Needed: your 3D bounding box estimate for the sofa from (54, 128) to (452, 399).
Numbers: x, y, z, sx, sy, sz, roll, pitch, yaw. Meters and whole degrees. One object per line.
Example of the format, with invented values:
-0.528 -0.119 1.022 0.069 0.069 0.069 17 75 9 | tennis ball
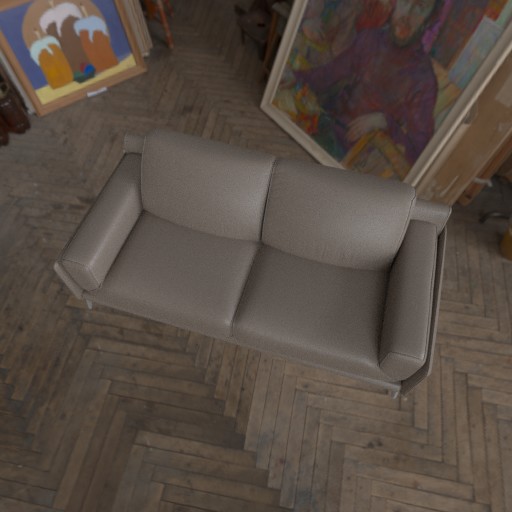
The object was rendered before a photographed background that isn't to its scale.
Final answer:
0.000 0.000 2.636 2.101 0.930 1.049 15 60 9 | sofa
